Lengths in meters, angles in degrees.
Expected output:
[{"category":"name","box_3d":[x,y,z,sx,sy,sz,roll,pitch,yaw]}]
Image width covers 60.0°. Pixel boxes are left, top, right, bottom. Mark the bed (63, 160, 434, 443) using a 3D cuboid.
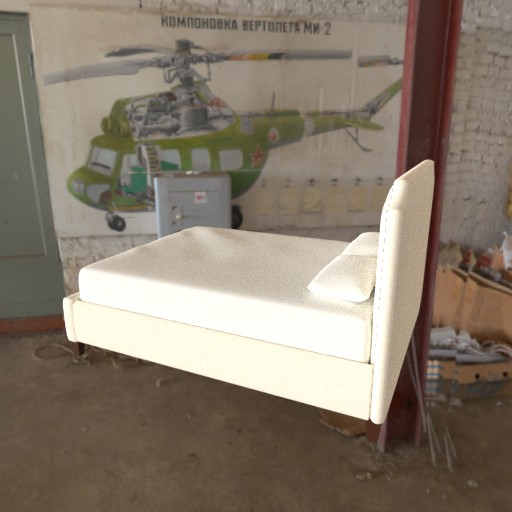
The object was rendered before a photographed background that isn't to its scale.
[{"category":"bed","box_3d":[0.000,0.000,3.415,2.365,1.443,1.712,8,18,24]}]
